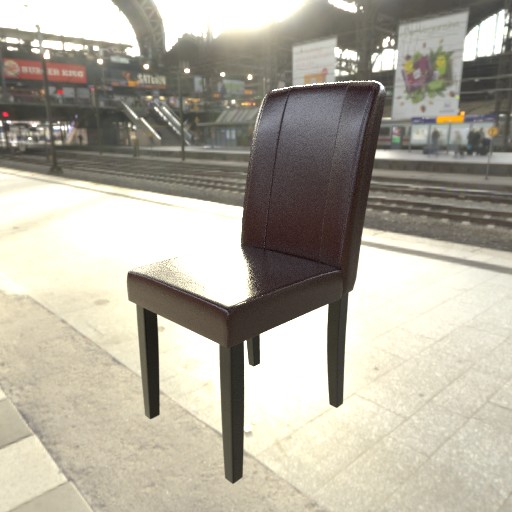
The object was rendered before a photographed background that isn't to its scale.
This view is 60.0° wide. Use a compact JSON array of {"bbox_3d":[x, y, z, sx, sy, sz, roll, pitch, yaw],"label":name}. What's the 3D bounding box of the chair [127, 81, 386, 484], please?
[{"bbox_3d":[0.000,0.000,1.180,0.399,0.897,0.556,14,21,43],"label":"chair"}]
